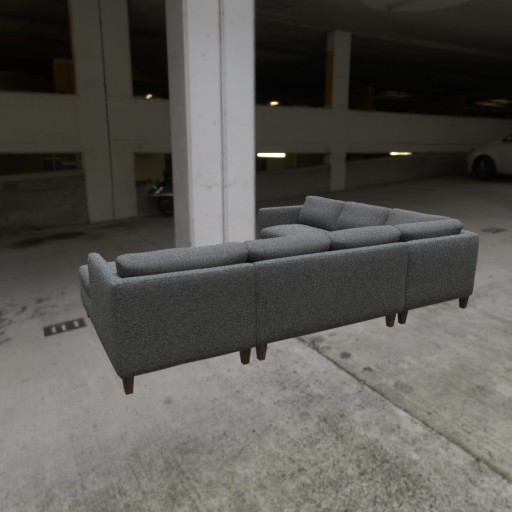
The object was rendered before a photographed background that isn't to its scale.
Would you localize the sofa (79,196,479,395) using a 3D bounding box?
[{"bbox_3d":[0.000,0.000,4.340,3.238,0.853,2.551,-7,15,-28],"label":"sofa"}]
